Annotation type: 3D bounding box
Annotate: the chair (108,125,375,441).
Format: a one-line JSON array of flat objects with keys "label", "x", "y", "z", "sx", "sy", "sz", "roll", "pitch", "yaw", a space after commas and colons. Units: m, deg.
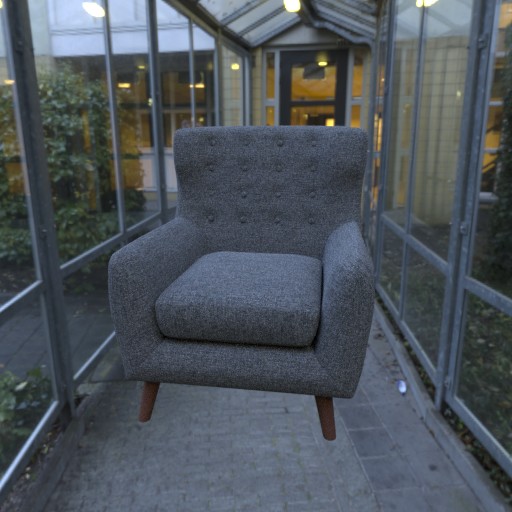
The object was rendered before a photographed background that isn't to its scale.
[{"label": "chair", "x": 0.000, "y": 0.000, "z": 1.792, "sx": 0.889, "sy": 1.039, "sz": 0.940, "roll": 2, "pitch": 15, "yaw": 8}]
